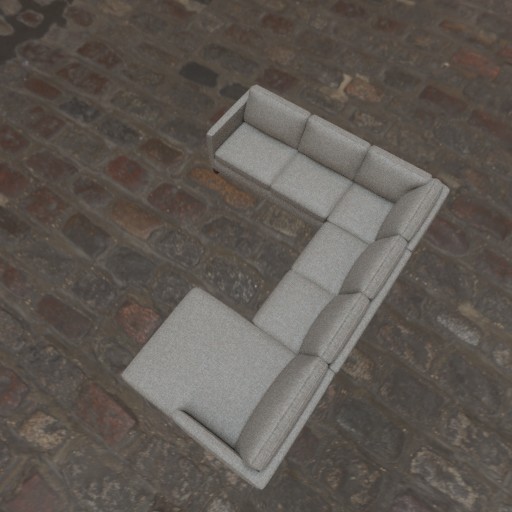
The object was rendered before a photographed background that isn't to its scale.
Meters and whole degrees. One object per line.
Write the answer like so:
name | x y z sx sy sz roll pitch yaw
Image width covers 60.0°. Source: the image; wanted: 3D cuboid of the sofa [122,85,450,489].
sofa | 0.000 0.000 4.474 2.551 0.889 3.403 33 68 15
